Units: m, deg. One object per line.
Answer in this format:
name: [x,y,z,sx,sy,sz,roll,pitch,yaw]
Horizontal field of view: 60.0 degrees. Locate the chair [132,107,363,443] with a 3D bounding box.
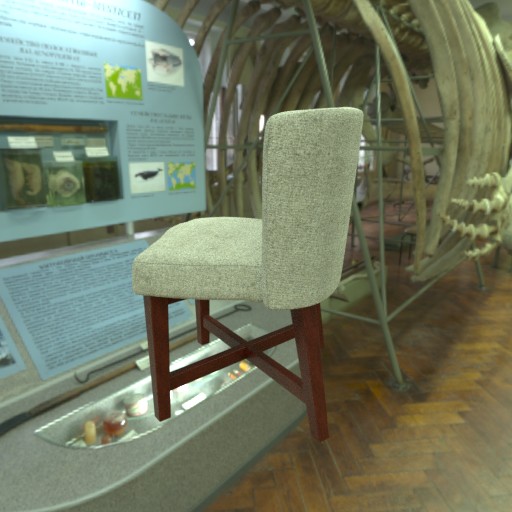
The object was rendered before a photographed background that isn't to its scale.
chair: [0.000,0.000,1.321,0.575,0.827,0.728,2,15,7]
